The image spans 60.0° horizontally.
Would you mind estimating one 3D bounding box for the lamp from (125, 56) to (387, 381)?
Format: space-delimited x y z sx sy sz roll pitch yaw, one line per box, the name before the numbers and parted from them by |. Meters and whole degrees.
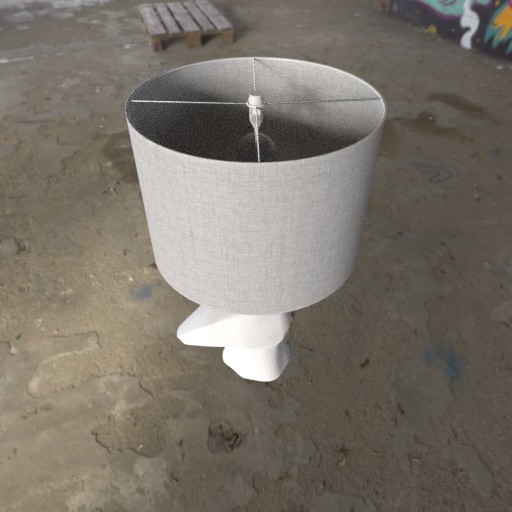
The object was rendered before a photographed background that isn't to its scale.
lamp | 0.000 0.000 0.680 0.298 0.503 0.298 -1 42 -1
